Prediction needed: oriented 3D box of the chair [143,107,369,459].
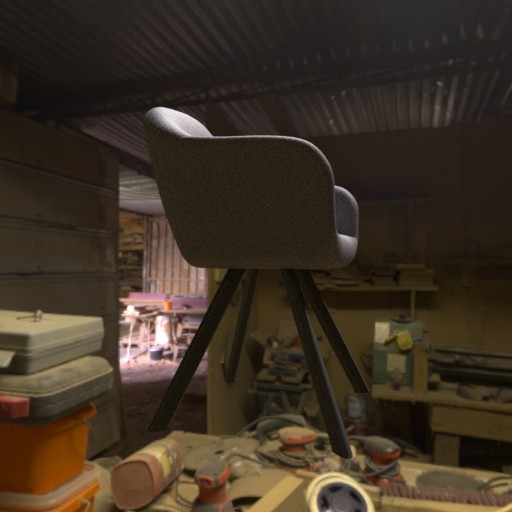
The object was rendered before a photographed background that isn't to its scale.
[{"bbox_3d":[0.000,0.000,1.179,0.550,0.795,0.590,0,-1,18],"label":"chair"}]
